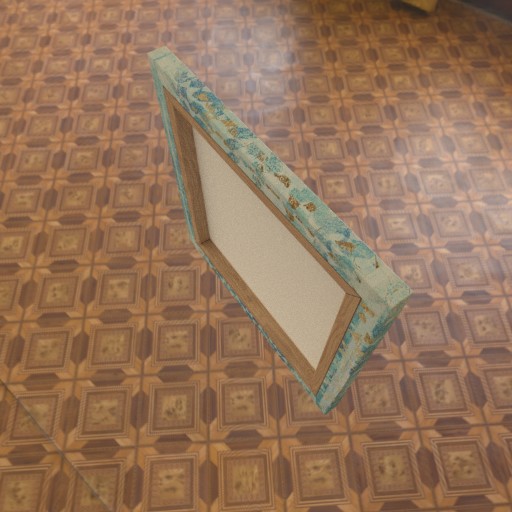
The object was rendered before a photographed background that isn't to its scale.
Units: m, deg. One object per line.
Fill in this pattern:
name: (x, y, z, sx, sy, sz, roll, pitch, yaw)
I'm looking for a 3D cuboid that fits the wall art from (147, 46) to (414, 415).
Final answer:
wall art: (0.000, 0.000, 0.923, 0.040, 0.609, 0.609, -31, 64, -18)
